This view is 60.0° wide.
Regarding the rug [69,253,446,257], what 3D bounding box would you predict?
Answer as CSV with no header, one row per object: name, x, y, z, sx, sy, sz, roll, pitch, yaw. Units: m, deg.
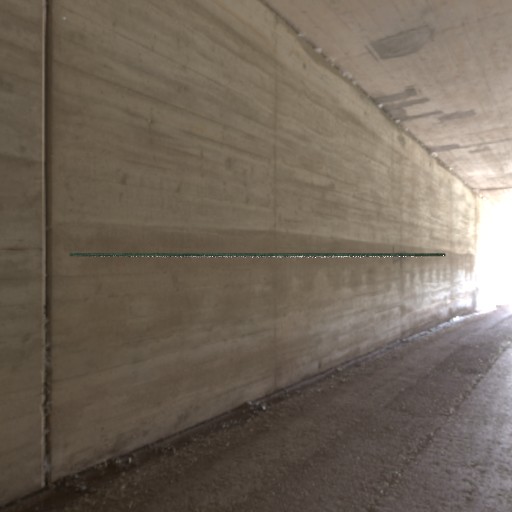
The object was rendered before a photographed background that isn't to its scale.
rug,0.000,0.000,2.332,1.212,0.010,1.811,0,0,0
